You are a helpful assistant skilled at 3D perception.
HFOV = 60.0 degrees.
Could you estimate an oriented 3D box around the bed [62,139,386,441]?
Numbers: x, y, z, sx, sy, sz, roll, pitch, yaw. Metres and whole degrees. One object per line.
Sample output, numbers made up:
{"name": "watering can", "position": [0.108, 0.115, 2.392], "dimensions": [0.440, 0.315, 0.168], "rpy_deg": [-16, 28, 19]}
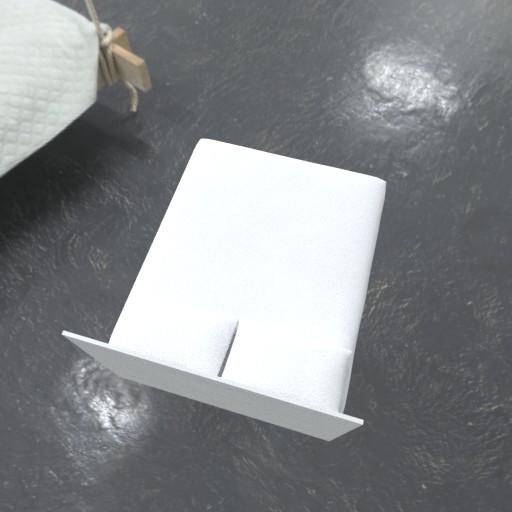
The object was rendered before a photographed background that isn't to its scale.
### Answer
{"name": "bed", "position": [0.000, 0.000, 3.283], "dimensions": [1.745, 1.335, 2.094], "rpy_deg": [15, 64, 7]}
